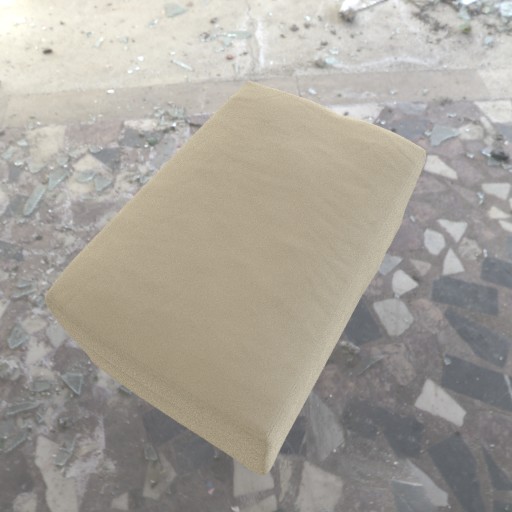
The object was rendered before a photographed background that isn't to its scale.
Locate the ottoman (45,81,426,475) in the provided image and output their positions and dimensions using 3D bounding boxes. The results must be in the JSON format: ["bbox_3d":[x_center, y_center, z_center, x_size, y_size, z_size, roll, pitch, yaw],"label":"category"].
[{"bbox_3d":[0.000,0.000,1.176,0.590,0.444,0.872,27,61,16],"label":"ottoman"}]
